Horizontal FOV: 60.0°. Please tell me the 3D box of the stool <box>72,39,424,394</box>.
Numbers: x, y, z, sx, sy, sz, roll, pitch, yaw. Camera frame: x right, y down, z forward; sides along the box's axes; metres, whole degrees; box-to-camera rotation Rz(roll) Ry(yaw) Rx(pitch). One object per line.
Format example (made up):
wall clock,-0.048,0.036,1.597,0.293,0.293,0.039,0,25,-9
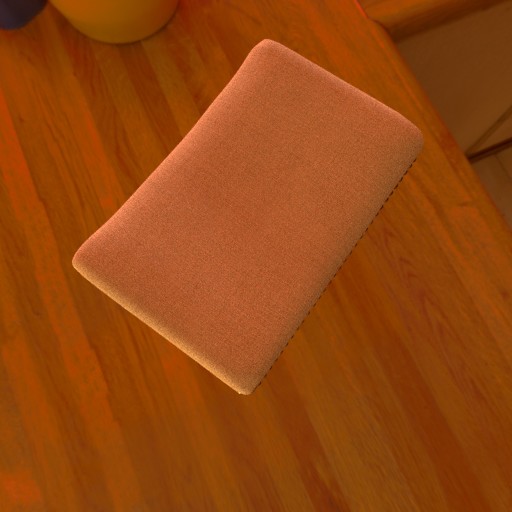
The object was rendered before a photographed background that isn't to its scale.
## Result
stool,0.000,0.000,1.027,0.363,0.768,0.509,35,78,8
